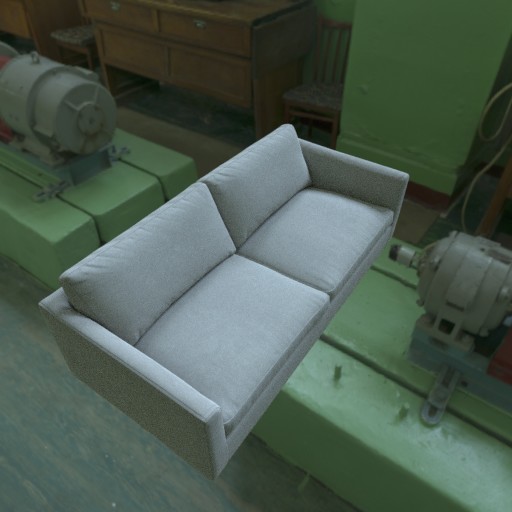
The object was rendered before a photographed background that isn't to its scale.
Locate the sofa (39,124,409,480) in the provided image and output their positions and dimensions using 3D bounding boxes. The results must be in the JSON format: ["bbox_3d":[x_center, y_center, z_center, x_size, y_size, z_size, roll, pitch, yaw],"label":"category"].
[{"bbox_3d":[0.000,0.000,2.778,1.090,0.838,2.588,25,47,25],"label":"sofa"}]
